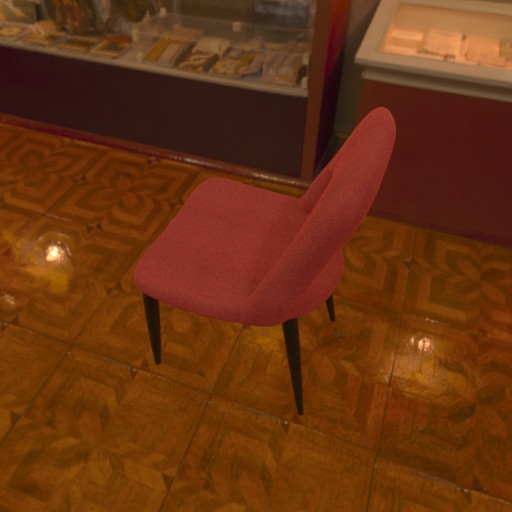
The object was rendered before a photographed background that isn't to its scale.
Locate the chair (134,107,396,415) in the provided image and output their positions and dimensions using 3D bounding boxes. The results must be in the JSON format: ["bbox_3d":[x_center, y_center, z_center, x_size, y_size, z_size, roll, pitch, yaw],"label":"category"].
[{"bbox_3d":[0.000,0.000,1.245,0.569,0.892,0.483,17,50,15],"label":"chair"}]
